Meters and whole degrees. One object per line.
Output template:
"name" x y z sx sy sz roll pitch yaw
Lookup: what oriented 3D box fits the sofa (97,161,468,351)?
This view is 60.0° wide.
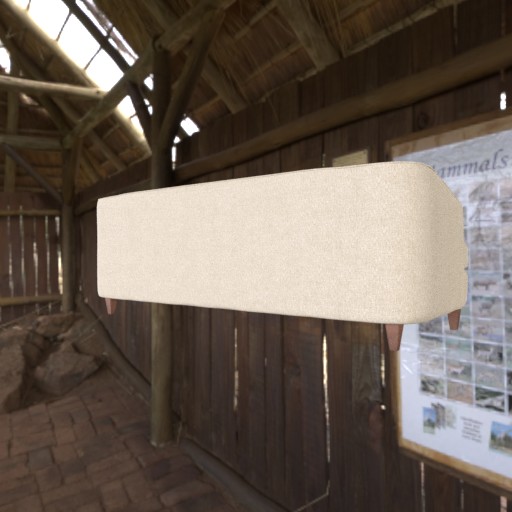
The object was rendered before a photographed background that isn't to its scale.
"sofa" 0.000 0.000 2.702 2.235 0.788 0.913 0 0 36
